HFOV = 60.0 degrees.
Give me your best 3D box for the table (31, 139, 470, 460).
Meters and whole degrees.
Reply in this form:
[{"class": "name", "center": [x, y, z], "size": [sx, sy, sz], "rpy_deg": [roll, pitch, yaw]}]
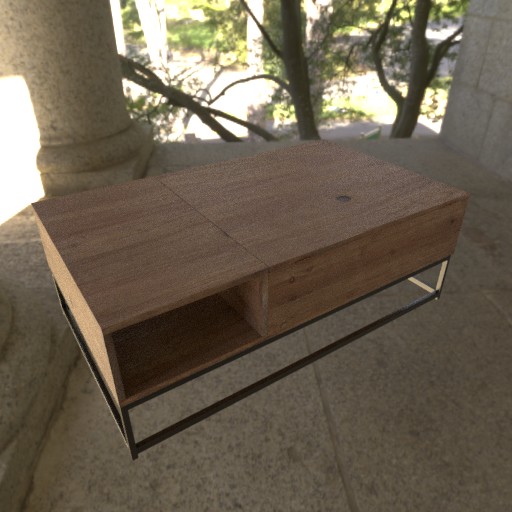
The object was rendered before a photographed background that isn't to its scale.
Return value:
[{"class": "table", "center": [0.000, 0.000, 1.388], "size": [1.101, 0.395, 0.655], "rpy_deg": [-19, 36, -28]}]
